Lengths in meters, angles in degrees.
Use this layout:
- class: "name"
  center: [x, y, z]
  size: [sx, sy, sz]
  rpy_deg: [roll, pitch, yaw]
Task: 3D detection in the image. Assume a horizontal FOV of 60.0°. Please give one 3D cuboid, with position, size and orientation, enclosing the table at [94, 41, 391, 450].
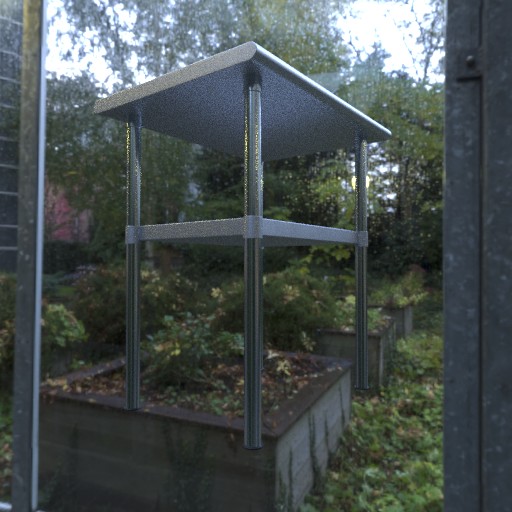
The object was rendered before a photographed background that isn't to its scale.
- class: "table"
  center: [0.000, 0.000, 1.383]
  size: [0.584, 0.876, 0.762]
  rpy_deg: [-1, -1, 37]
